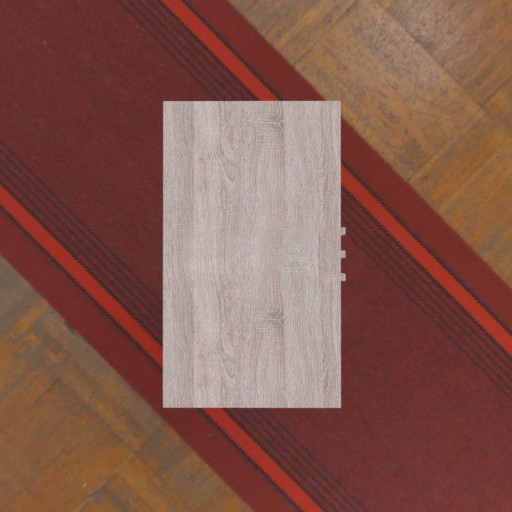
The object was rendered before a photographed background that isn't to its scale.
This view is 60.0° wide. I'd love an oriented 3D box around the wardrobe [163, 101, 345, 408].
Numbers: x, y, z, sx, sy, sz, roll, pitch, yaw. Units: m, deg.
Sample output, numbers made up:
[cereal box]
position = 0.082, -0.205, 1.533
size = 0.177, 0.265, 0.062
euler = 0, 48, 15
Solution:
[wardrobe]
position = 0.000, 0.000, 2.423
size = 0.600, 1.960, 1.000
euler = 0, 90, 0
